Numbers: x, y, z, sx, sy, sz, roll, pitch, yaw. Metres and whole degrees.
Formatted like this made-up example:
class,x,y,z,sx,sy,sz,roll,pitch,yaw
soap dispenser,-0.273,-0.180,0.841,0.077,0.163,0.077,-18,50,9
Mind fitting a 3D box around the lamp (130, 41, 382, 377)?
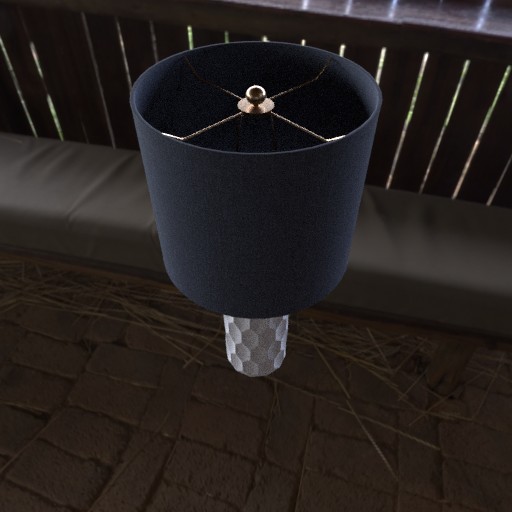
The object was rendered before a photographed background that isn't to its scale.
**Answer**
class,x,y,z,sx,sy,sz,roll,pitch,yaw
lamp,0.000,0.000,0.685,0.277,0.537,0.277,-4,45,-4
